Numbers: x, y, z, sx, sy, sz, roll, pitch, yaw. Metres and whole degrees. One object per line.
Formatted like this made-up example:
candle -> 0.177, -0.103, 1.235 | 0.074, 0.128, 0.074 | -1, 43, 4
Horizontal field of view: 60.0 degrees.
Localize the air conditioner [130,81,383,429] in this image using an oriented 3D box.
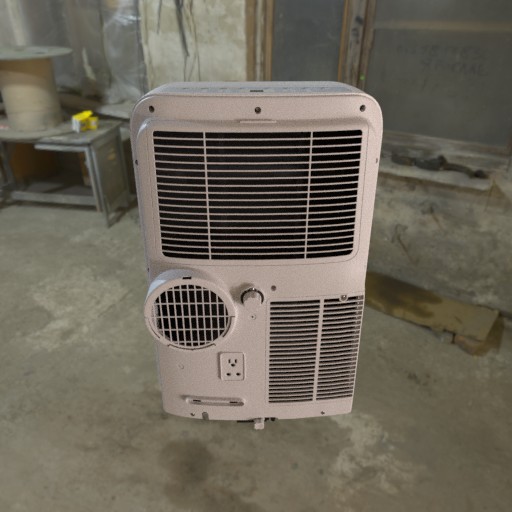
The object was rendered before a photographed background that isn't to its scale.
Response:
air conditioner -> 0.000, 0.000, 0.949 | 0.454, 0.700, 0.365 | -1, 30, -1
